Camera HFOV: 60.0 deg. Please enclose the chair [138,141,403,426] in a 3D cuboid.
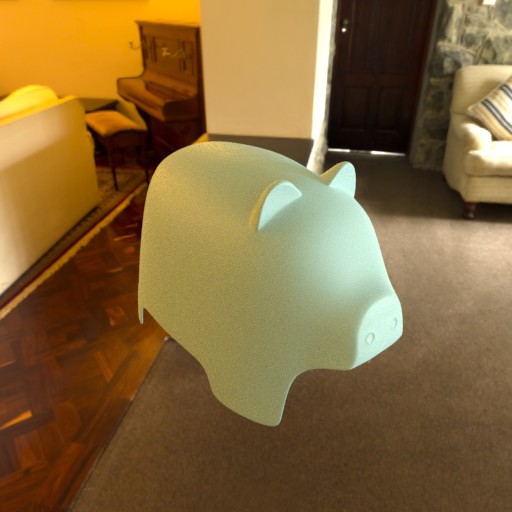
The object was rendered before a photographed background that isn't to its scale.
[{"bbox_3d":[0.000,0.000,0.874,0.364,0.423,0.619,-22,36,-33],"label":"chair"}]
